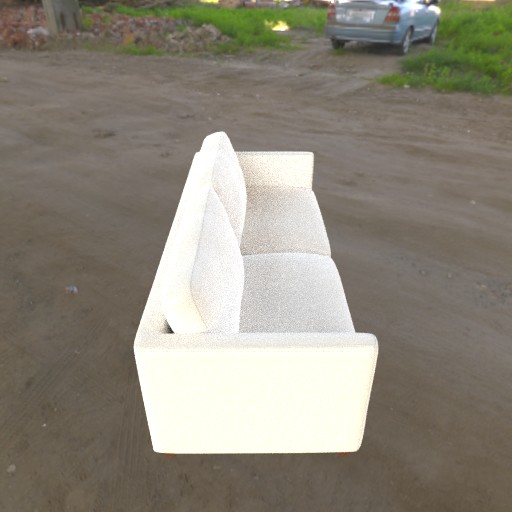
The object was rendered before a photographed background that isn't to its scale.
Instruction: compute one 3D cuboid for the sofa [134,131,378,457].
[{"bbox_3d":[0.000,0.000,2.610,0.924,0.933,2.139,0,32,0],"label":"sofa"}]
